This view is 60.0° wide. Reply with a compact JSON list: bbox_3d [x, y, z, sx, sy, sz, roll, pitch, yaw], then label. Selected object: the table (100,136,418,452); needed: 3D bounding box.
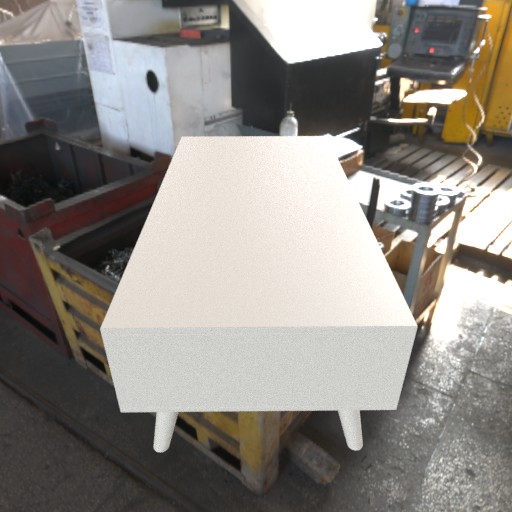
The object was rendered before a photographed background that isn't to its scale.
[{"bbox_3d":[0.000,0.000,1.468,0.609,0.432,1.194,0,32,-1],"label":"table"}]
